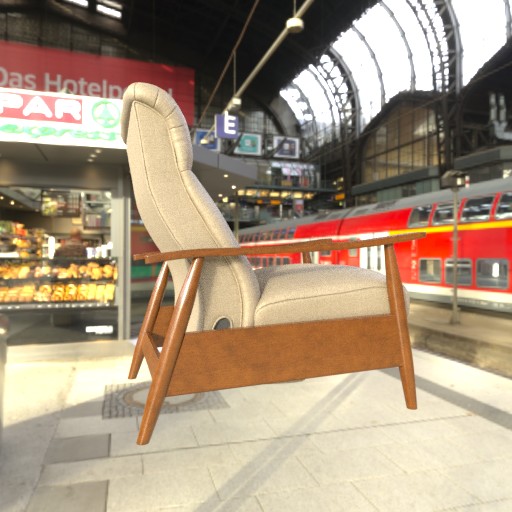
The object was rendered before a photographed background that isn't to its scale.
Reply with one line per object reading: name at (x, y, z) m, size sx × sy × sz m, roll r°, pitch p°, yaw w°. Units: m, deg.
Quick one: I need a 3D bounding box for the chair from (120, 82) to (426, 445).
chair at (0.000, 0.000, 1.765) m, size 1.032 × 1.082 × 0.762 m, roll 0°, pitch 0°, yaw -18°
